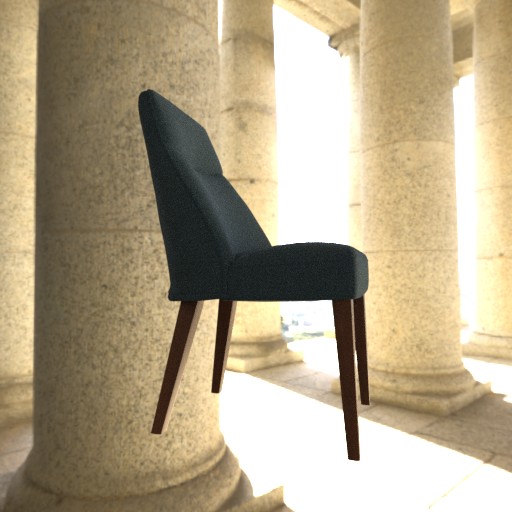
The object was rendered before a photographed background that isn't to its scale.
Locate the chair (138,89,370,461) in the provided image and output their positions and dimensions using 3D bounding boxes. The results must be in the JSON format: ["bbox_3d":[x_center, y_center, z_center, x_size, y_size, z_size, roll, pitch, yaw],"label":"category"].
[{"bbox_3d":[0.000,0.000,1.296,0.620,0.930,0.500,-1,-2,17],"label":"chair"}]
